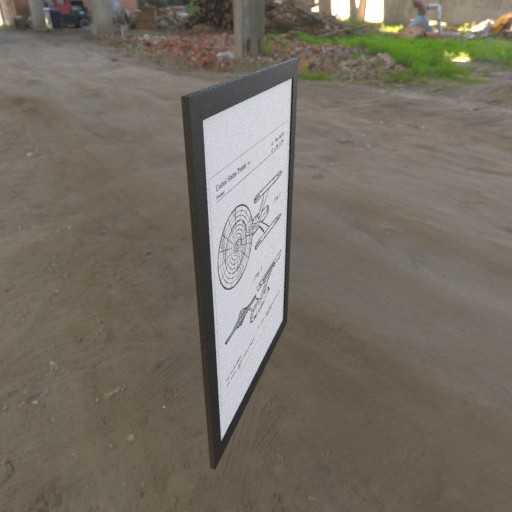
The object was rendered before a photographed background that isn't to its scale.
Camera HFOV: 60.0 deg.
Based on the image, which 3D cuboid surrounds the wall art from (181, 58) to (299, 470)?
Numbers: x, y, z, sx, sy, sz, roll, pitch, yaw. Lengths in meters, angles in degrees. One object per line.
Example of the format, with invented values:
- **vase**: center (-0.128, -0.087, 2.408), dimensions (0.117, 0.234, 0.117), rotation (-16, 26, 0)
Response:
- **wall art**: center (0.000, 0.000, 0.687), dimensions (0.008, 0.530, 0.379), rotation (10, 31, 17)
